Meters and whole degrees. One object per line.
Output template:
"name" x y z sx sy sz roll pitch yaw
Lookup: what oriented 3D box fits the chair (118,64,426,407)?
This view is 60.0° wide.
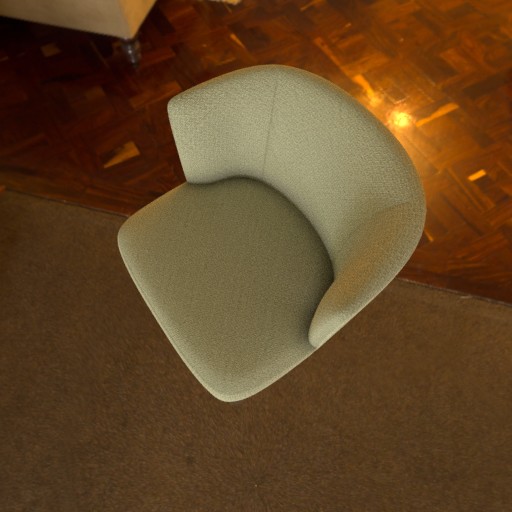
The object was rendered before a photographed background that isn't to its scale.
"chair" 0.000 0.000 1.281 0.660 0.760 0.700 -32 67 -15
